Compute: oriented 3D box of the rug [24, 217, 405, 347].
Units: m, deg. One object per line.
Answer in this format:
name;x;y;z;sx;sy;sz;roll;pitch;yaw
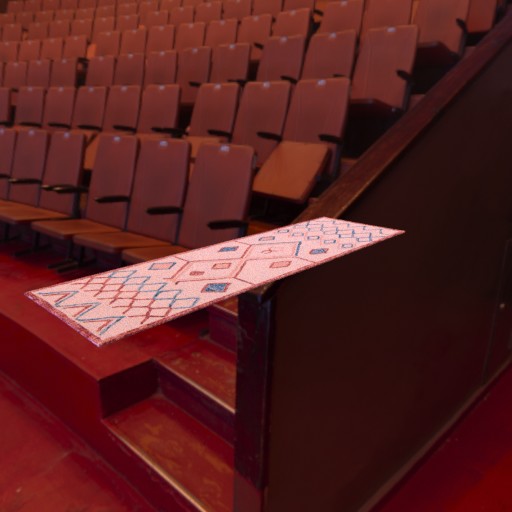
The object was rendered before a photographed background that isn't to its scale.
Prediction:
rug;0.000;0.000;2.714;0.750;0.011;2.435;16;23;42
